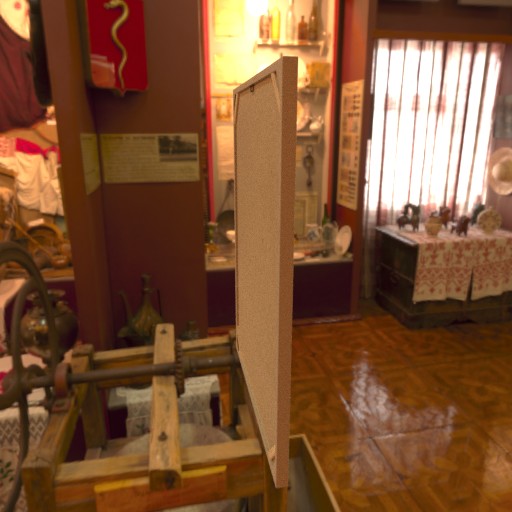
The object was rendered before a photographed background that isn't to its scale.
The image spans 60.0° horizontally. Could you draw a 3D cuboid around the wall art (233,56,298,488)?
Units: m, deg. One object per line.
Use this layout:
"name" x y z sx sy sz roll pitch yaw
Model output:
"wall art" 0.000 0.000 1.617 0.038 1.212 0.914 -3 16 -10
